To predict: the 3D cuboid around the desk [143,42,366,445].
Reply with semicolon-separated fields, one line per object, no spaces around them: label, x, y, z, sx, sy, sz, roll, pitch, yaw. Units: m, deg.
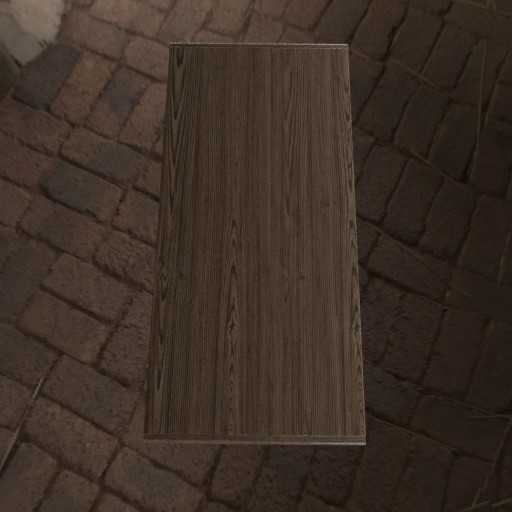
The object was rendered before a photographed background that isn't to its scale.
desk;0.000;0.000;1.495;0.508;0.755;1.067;1;76;0
